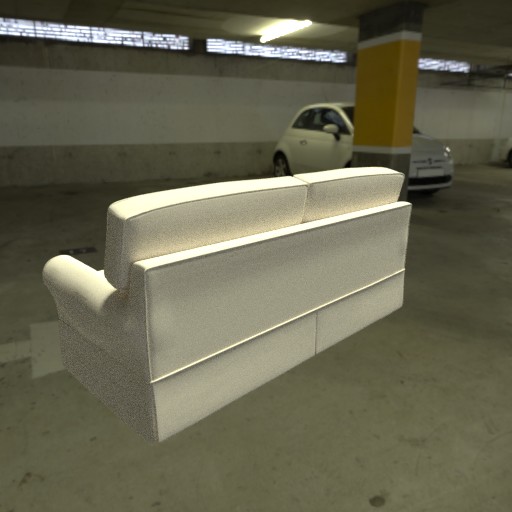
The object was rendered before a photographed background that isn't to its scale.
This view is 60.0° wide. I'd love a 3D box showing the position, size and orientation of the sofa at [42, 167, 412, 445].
[{"bbox_3d":[0.000,0.000,2.477,2.021,0.937,0.862,-15,22,-43],"label":"sofa"}]
